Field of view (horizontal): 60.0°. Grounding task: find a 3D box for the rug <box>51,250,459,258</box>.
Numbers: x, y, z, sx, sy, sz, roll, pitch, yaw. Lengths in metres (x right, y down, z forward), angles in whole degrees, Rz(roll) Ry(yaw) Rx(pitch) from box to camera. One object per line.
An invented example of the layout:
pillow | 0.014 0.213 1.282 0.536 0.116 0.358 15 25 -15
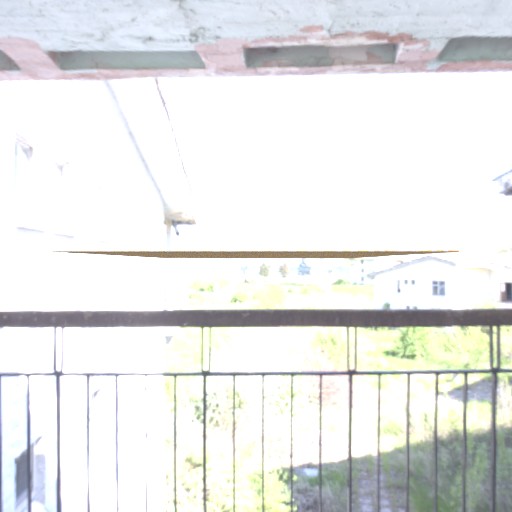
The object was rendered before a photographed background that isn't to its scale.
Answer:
rug | 0.000 0.000 4.150 2.433 0.011 3.037 0 -1 0
